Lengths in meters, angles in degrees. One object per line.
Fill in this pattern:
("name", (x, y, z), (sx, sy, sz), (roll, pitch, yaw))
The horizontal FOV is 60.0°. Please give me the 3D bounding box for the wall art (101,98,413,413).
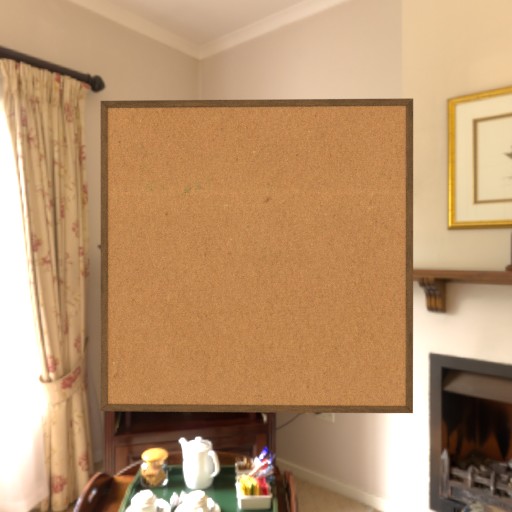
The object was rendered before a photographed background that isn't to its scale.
("wall art", (0.000, 0.000, 0.739), (0.508, 0.508, 0.038), (0, 0, 1))
